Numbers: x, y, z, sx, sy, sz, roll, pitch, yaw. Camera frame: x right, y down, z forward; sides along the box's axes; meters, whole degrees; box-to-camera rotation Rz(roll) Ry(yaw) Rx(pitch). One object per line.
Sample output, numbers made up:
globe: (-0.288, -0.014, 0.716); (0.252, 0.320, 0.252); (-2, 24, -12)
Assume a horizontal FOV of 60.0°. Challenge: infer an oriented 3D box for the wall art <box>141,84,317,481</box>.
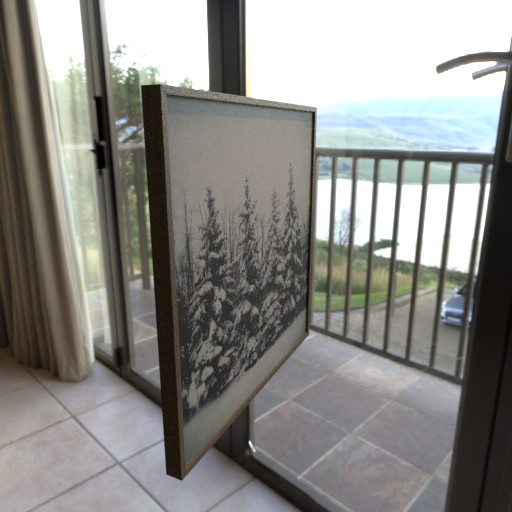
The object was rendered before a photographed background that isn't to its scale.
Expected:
wall art: (0.000, 0.000, 1.137); (0.039, 0.758, 0.758); (8, 17, 25)
